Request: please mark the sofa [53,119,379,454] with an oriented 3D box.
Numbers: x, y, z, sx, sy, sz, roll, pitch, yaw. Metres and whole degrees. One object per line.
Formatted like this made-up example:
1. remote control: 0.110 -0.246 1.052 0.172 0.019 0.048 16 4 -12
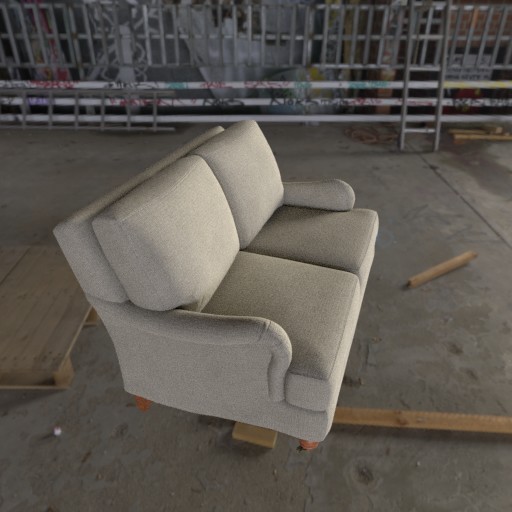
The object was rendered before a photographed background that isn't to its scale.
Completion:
1. sofa: 0.000 0.000 2.223 1.087 0.999 1.480 11 33 17
